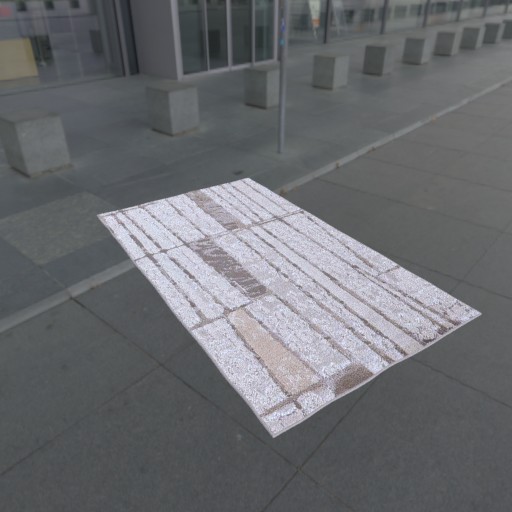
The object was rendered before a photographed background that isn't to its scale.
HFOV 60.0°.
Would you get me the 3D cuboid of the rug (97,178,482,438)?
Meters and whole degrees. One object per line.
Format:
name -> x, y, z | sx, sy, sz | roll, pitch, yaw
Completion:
rug -> 0.000, 0.000, 1.073 | 0.515, 0.007, 0.867 | -19, 37, -28
